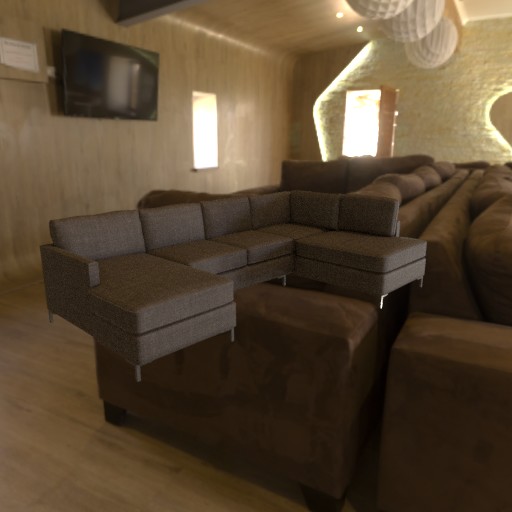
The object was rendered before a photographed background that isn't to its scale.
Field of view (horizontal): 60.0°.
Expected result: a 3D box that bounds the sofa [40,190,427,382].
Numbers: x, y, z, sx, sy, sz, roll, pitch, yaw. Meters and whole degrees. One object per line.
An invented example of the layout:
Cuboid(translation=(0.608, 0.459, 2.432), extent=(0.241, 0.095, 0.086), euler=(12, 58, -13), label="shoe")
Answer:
Cuboid(translation=(0.000, 0.000, 4.419), extent=(2.048, 0.999, 3.423), euler=(13, 19, 42), label="sofa")
